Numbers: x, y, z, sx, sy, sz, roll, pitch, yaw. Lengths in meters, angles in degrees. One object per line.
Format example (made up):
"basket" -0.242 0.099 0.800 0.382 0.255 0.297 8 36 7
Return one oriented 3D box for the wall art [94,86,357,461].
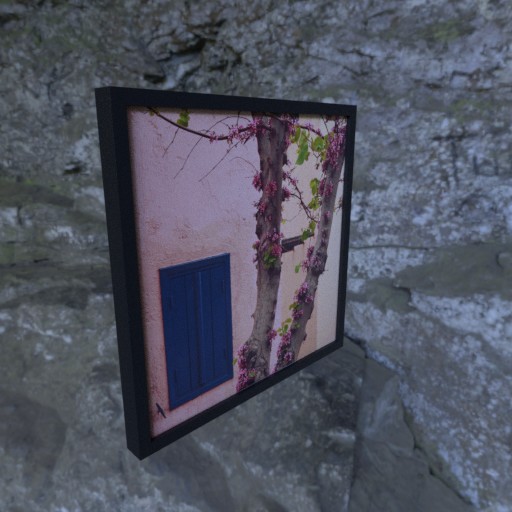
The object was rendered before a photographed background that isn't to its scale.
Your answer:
"wall art" 0.000 0.000 0.758 0.508 0.508 0.038 -15 21 -43
